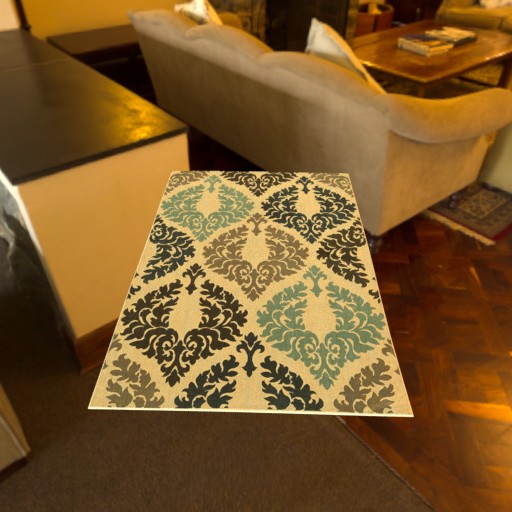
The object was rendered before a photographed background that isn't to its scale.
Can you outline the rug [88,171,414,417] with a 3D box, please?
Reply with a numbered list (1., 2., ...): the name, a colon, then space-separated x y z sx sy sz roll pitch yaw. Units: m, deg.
1. rug: 0.000 0.000 2.924 1.514 0.014 2.275 1 39 1
